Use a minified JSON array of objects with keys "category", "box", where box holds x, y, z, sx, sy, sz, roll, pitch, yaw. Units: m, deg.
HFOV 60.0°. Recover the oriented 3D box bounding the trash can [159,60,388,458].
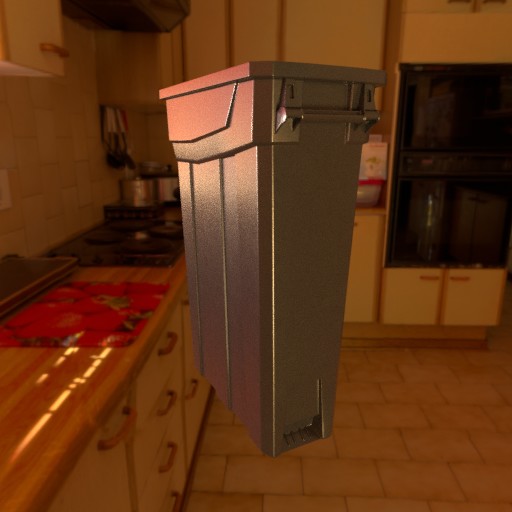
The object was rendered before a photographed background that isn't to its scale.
[{"category":"trash can","box":[0.000,0.000,1.041,0.281,0.762,0.559,-8,17,-27]}]
